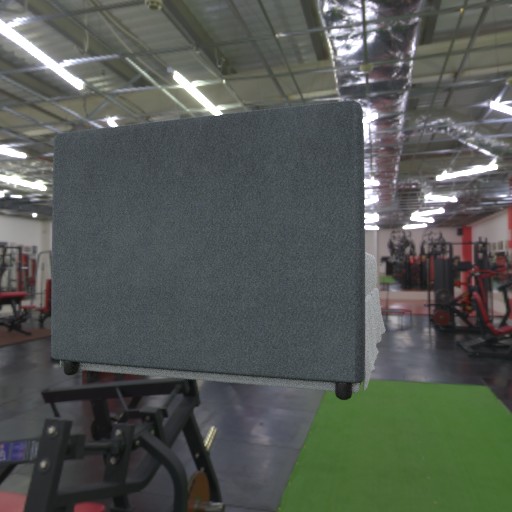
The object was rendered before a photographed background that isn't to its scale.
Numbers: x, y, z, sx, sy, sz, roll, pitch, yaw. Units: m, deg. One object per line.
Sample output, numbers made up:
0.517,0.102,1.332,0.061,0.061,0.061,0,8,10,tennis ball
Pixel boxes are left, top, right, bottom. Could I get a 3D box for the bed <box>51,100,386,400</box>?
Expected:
0.000,0.000,3.155,1.713,1.330,2.142,0,-2,18,bed
